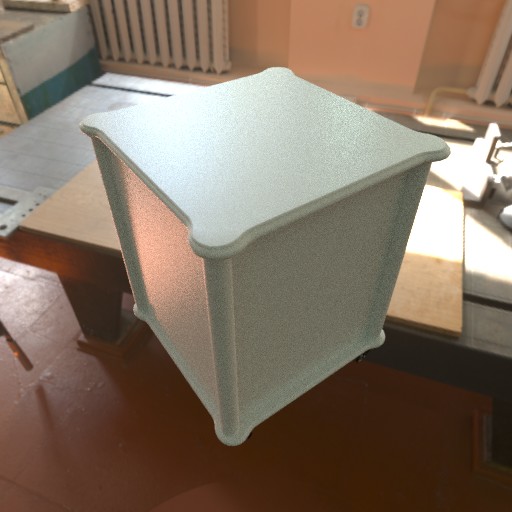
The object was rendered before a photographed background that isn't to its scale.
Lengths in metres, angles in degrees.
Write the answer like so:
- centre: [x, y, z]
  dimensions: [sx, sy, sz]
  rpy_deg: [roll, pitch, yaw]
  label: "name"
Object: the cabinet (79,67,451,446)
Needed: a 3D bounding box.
- centre: [0.000, 0.000, 1.250]
  dimensions: [0.627, 0.761, 0.628]
  rpy_deg: [-26, 48, -26]
  label: "cabinet"
